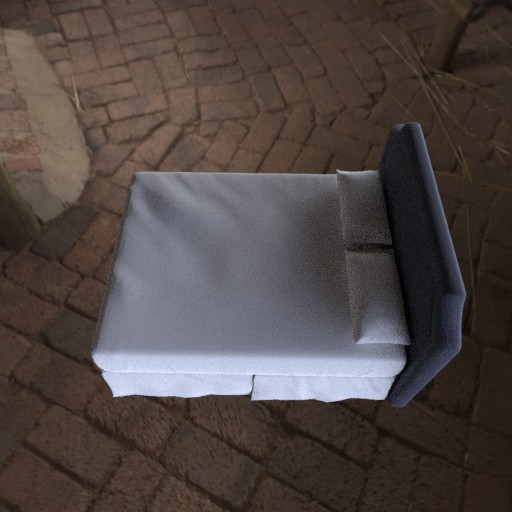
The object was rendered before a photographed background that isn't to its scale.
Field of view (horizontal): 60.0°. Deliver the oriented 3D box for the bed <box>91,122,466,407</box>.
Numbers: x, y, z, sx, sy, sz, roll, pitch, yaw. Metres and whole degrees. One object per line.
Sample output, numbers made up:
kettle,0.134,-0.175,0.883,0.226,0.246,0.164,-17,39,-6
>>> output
bed,0.000,0.000,3.057,2.116,1.290,1.693,1,57,1
